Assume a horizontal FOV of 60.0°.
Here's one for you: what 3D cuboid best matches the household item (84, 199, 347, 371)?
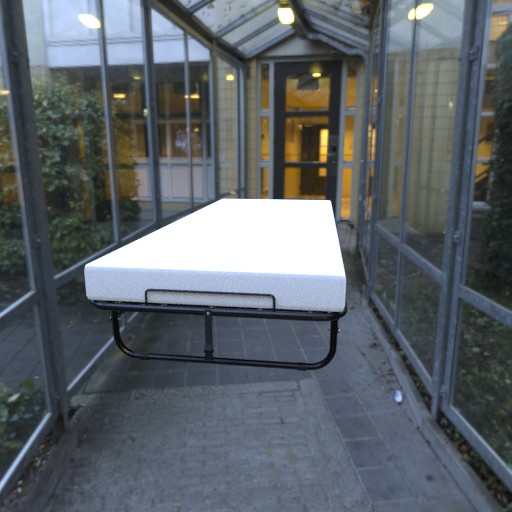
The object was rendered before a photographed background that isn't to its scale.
[{"bbox_3d":[0.000,0.000,2.154,0.787,0.356,1.905,2,13,8],"label":"household item"}]
